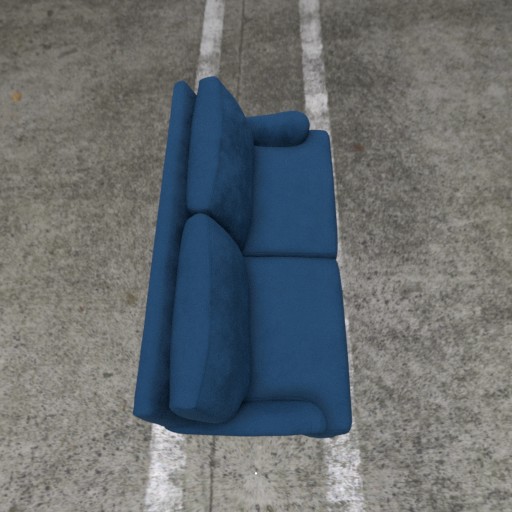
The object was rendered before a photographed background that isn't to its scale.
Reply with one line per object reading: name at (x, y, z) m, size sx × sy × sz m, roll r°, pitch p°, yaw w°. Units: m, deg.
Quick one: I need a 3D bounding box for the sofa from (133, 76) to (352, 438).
sofa at (0.000, 0.000, 2.814) m, size 1.084 × 1.101 × 2.141 m, roll 1°, pitch 64°, yaw 0°
